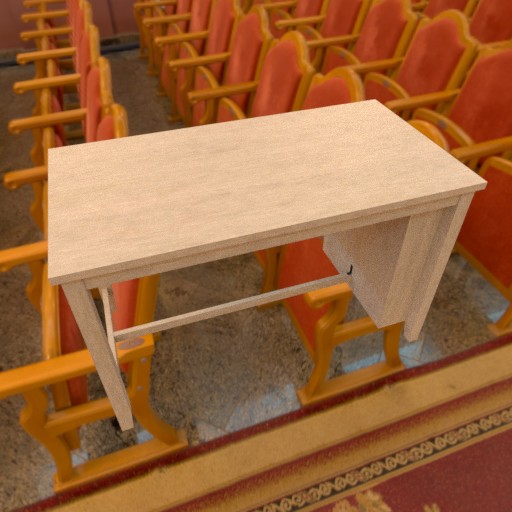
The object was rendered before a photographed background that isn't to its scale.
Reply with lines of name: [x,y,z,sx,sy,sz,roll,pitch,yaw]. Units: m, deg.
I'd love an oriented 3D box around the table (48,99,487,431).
table: [0.000,0.000,1.869,1.397,0.874,0.729,-13,44,-14]
